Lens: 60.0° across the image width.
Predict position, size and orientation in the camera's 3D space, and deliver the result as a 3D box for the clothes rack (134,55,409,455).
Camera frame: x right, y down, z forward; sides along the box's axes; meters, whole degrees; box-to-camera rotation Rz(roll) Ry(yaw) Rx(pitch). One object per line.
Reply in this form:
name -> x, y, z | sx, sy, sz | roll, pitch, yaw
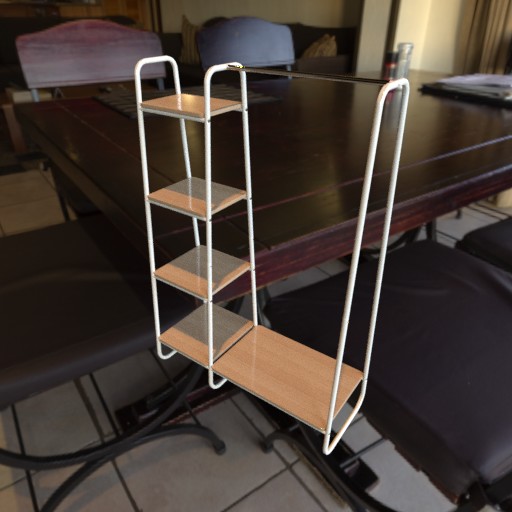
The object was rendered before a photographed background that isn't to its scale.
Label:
clothes rack -> 0.000, 0.000, 1.896 | 1.011, 1.500, 0.400 | 20, 36, 30
